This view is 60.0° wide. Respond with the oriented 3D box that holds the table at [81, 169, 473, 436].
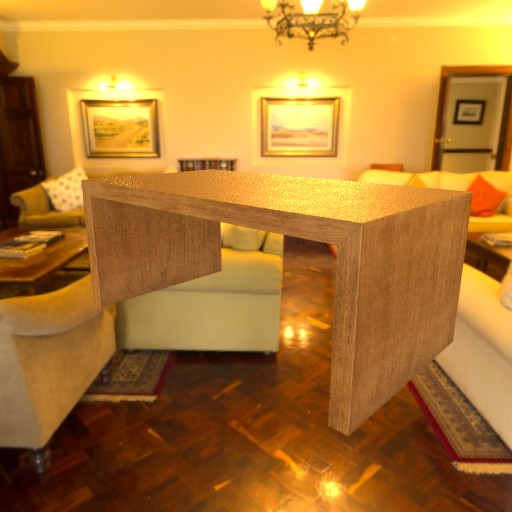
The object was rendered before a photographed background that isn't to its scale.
[{"bbox_3d":[0.000,0.000,1.319,1.000,0.419,0.549,14,21,41],"label":"table"}]
